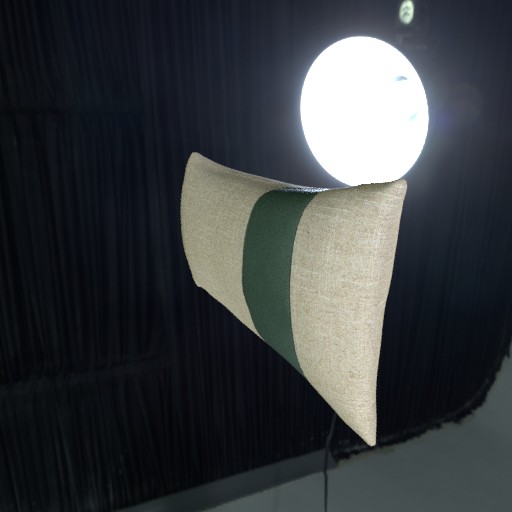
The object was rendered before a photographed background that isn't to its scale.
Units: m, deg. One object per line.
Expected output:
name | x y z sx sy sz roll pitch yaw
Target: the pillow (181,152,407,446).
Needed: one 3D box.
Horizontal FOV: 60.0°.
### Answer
pillow | 0.000 0.000 1.010 0.197 0.429 0.859 -8 17 -25
